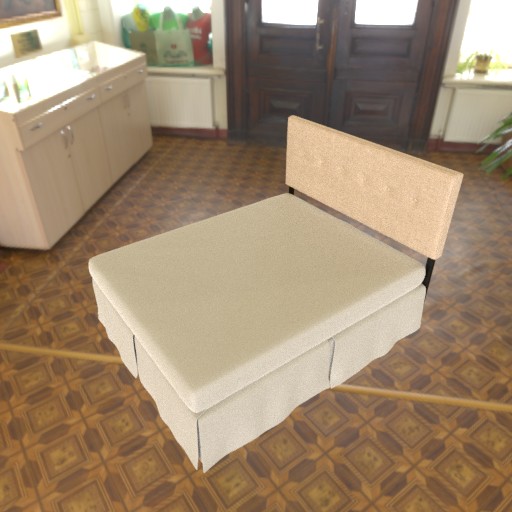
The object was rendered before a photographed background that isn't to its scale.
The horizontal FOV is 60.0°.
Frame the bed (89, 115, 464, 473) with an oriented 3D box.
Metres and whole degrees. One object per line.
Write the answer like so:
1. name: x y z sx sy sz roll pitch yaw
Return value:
1. bed: 0.000 0.000 3.078 1.978 1.270 1.643 -22 39 -30
